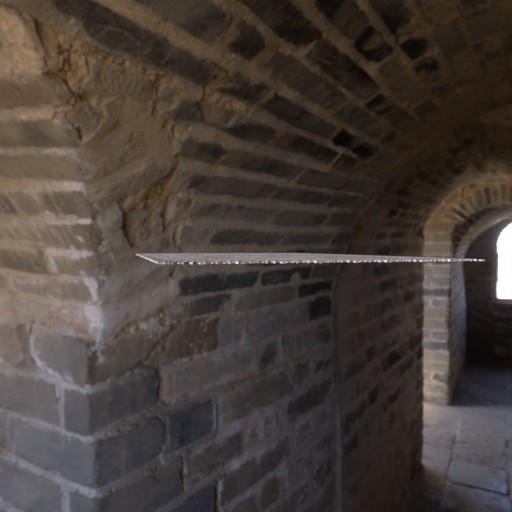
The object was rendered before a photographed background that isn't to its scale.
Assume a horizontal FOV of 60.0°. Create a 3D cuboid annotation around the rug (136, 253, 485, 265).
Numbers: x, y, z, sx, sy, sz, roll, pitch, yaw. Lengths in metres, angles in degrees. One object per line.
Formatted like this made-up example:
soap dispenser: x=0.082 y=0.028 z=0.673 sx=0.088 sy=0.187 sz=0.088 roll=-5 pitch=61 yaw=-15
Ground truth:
rug: x=0.000 y=0.000 z=2.490 sx=1.237 sy=0.010 sz=2.029 roll=0 pitch=1 yaw=-17
